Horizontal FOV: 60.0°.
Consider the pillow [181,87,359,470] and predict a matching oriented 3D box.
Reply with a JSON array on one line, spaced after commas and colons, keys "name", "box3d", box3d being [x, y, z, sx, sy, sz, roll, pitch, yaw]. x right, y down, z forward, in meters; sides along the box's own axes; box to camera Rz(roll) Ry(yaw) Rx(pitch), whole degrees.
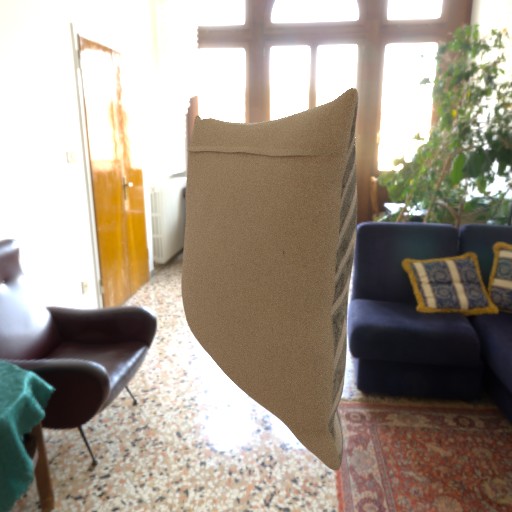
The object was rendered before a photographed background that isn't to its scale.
[{"name": "pillow", "box3d": [0.000, 0.000, 0.670, 0.182, 0.441, 0.440, -8, 16, -28]}]
